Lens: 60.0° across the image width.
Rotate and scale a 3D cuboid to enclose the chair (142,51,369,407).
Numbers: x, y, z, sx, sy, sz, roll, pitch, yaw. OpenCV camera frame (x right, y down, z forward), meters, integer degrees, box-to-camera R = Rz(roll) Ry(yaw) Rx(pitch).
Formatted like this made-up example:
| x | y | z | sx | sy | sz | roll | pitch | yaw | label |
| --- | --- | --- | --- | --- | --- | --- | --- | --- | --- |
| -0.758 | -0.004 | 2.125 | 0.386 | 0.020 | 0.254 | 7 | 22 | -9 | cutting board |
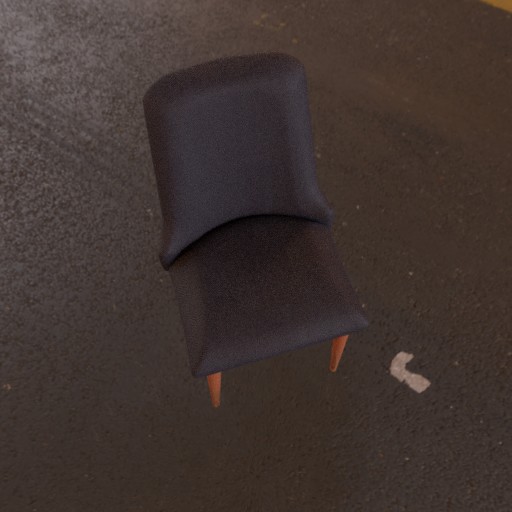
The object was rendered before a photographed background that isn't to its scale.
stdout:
| x | y | z | sx | sy | sz | roll | pitch | yaw | label |
| --- | --- | --- | --- | --- | --- | --- | --- | --- | --- |
| 0.000 | 0.000 | 1.187 | 0.504 | 0.820 | 0.567 | -15 | 65 | -7 | chair |
